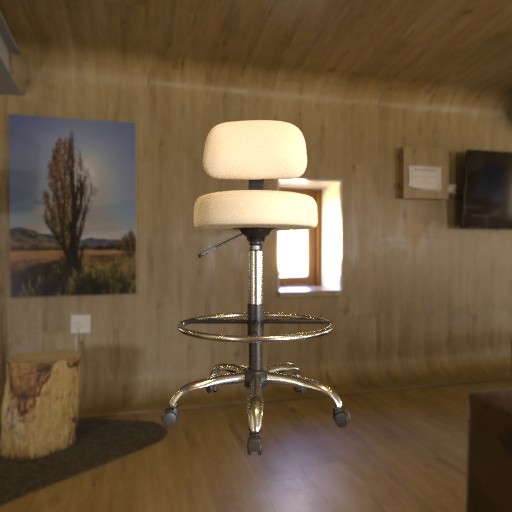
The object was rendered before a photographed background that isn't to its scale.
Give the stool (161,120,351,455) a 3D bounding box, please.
[{"bbox_3d":[0.000,0.000,1.490,0.609,1.080,0.616,0,0,1],"label":"stool"}]
